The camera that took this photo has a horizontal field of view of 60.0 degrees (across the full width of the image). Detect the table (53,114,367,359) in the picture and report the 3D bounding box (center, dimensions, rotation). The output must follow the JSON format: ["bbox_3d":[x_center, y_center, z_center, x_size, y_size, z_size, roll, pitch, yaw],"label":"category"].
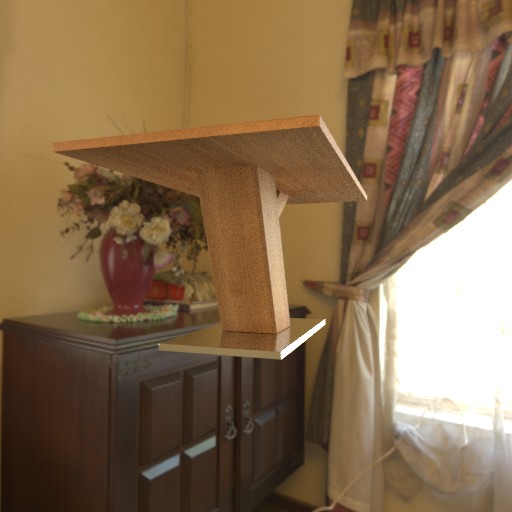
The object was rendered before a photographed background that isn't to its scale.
[{"bbox_3d":[0.000,0.000,2.098,0.900,0.750,1.600,0,-1,19],"label":"table"}]
